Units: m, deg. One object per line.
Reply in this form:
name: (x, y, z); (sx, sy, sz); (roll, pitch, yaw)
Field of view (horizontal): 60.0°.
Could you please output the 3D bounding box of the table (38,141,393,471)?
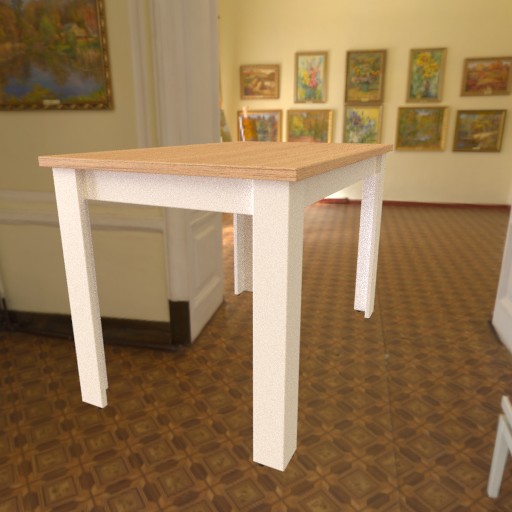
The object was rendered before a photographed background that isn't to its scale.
table: (0.000, 0.000, 1.559); (0.700, 0.734, 1.100); (8, 18, 24)
